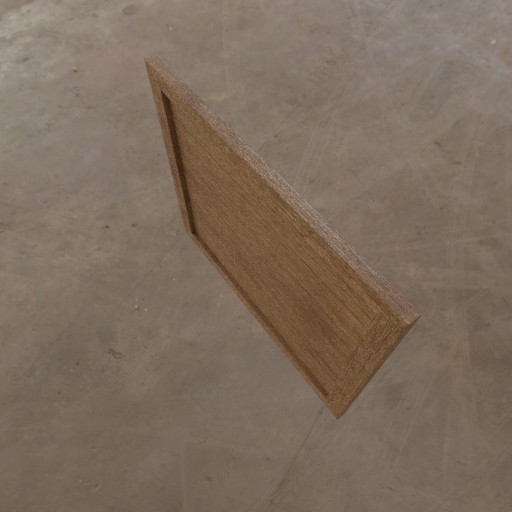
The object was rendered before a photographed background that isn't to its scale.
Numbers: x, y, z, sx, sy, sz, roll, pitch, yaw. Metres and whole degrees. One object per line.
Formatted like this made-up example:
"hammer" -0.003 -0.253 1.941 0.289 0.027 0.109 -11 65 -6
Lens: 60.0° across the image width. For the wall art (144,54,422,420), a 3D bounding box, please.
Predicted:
"wall art" 0.000 0.000 0.967 0.026 0.588 0.690 -32 64 -18
